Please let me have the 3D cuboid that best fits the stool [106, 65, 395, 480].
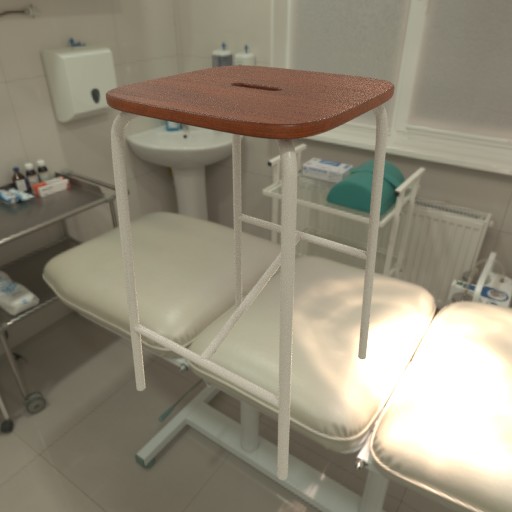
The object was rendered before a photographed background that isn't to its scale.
[{"bbox_3d":[0.000,0.000,0.840,0.376,0.610,0.376,19,36,29],"label":"stool"}]
